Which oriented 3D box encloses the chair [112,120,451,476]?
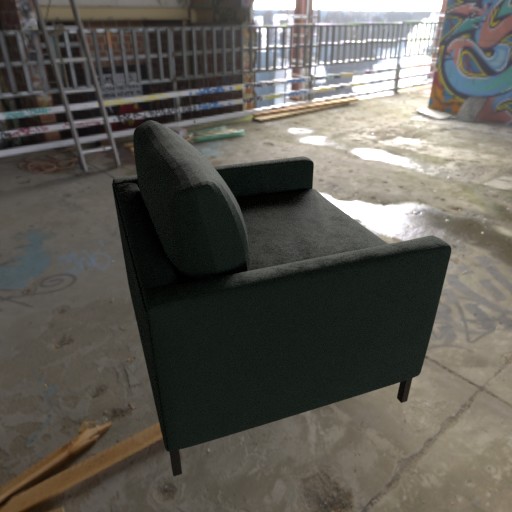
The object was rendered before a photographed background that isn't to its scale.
[{"bbox_3d":[0.000,0.000,1.576,0.866,0.861,0.963,-10,31,-18],"label":"chair"}]
